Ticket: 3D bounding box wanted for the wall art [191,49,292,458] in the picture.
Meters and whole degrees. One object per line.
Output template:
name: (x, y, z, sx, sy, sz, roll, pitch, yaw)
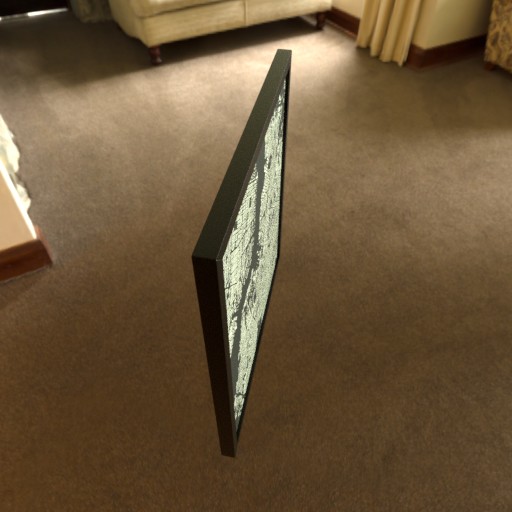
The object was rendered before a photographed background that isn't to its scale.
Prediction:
wall art: (0.000, 0.000, 1.154, 0.038, 0.761, 0.755, 8, 47, 8)
